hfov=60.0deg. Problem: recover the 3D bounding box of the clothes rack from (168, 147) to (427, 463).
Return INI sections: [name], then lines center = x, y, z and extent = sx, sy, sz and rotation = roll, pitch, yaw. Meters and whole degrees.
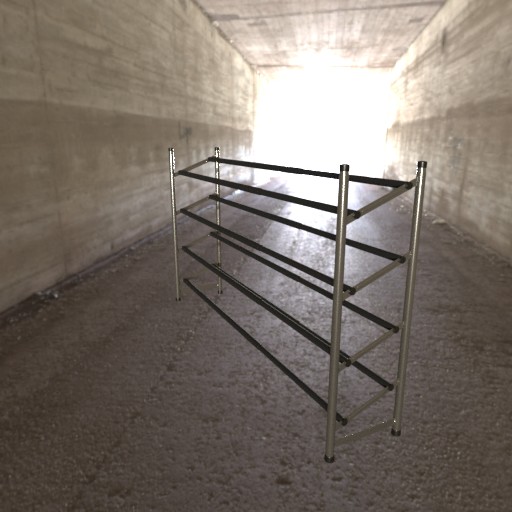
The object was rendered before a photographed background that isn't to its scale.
[clothes rack]
center = 0.000, 0.000, 1.472
extent = 0.229, 0.672, 1.168
rotation = -8, 17, -26
